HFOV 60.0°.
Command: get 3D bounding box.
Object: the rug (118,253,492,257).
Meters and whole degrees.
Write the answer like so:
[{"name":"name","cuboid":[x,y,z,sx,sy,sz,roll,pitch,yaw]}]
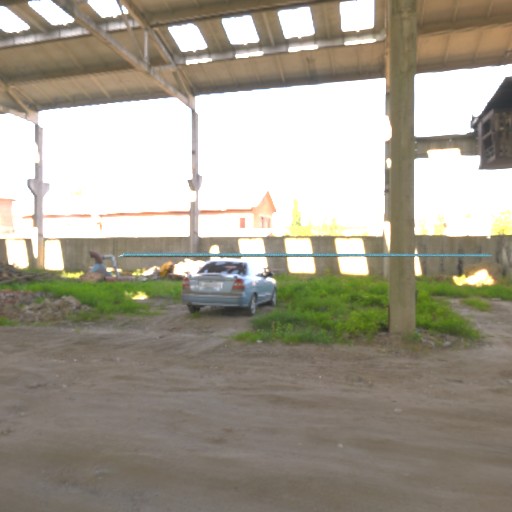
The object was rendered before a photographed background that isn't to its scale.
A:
[{"name":"rug","cuboid":[0.000,0.000,3.996,2.350,0.018,2.964,0,0,-18]}]
